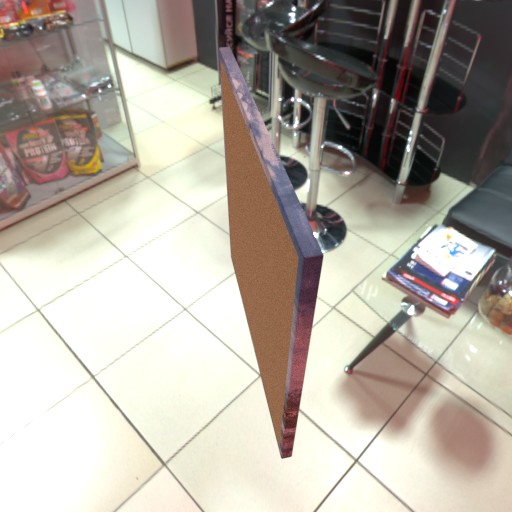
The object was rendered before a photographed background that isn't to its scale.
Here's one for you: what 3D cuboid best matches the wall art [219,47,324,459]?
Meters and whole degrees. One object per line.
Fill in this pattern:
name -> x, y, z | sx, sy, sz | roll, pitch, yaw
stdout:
wall art -> 0.000, 0.000, 1.529 | 0.040, 1.020, 1.010 | -9, 47, -9
